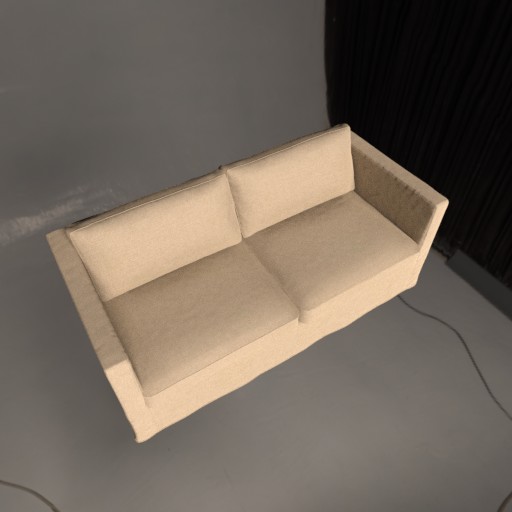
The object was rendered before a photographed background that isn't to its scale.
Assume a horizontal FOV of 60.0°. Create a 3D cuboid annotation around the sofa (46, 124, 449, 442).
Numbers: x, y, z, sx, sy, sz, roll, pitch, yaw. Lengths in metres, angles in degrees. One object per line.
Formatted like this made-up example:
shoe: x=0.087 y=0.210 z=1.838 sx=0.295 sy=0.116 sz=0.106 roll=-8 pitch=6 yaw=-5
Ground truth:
sofa: x=0.000 y=0.000 z=2.541 sx=1.987 sy=0.847 sz=0.956 roll=-25 pitch=52 yaw=-21
